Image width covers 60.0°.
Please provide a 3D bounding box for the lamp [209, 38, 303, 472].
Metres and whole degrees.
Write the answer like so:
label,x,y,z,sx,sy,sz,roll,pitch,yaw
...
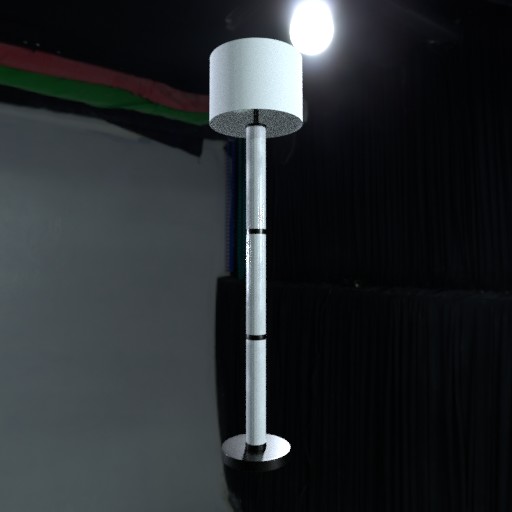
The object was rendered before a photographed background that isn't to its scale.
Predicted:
label,x,y,z,sx,sy,sz,roll,pitch,yaw
lamp,0.000,0.000,1.790,0.377,1.599,0.377,1,-1,-39
